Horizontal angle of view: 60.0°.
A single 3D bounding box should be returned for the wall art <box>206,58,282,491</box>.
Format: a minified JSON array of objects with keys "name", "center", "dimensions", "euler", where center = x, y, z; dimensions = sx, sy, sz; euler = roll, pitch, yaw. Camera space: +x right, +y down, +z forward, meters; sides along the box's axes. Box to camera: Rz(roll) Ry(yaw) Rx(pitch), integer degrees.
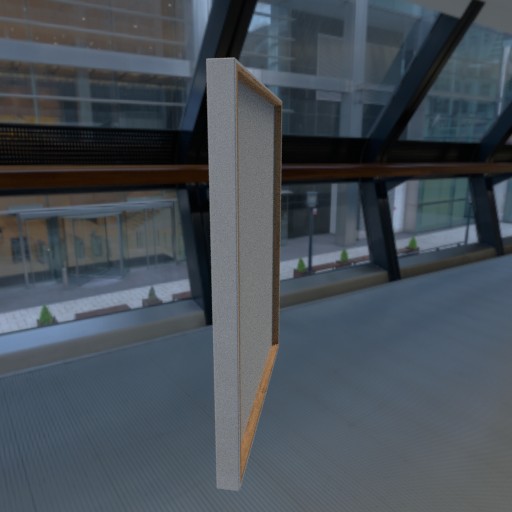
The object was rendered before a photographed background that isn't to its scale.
[{"name":"wall art","center":[0.000,0.000,0.841],"dimensions":[0.037,0.606,0.508],"euler":[2,14,9]}]
